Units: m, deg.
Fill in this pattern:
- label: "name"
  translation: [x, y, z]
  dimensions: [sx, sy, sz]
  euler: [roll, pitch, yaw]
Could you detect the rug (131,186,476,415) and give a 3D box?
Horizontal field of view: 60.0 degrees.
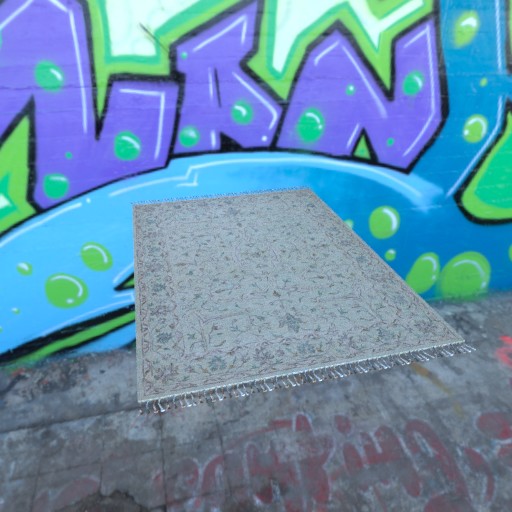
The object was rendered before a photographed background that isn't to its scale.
- label: "rug"
  translation: [0.000, 0.000, 2.275]
  dimensions: [1.247, 0.008, 1.802]
  euler: [-7, 30, -12]
